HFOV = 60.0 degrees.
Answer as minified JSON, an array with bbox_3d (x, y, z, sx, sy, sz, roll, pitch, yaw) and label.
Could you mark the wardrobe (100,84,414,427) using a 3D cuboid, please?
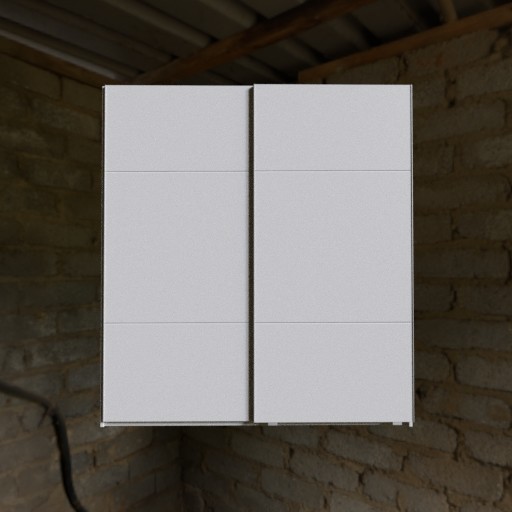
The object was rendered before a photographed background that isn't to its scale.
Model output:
[{"bbox_3d":[0.000,0.000,2.823,1.780,1.960,0.629,0,-1,-1],"label":"wardrobe"}]
